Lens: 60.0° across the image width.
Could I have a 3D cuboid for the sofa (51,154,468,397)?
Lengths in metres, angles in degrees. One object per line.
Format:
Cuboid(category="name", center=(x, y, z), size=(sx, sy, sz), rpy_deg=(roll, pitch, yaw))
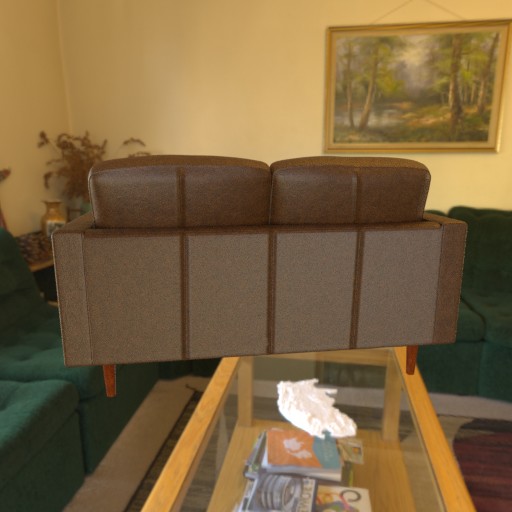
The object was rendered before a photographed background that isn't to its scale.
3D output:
Cuboid(category="sofa", center=(0.000, 0.000, 2.136), size=(1.578, 0.951, 0.909), rpy_deg=(-2, 13, -8))
